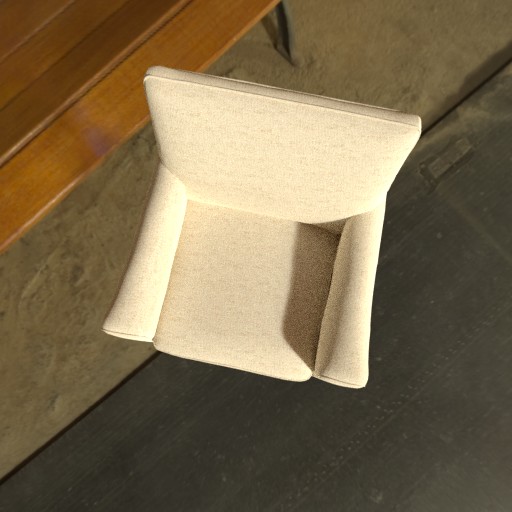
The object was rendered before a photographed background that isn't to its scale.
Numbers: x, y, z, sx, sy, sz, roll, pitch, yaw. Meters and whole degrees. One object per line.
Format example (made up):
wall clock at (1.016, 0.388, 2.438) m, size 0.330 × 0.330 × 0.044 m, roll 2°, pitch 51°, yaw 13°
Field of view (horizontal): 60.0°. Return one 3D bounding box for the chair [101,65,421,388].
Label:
chair at (0.000, 0.000, 1.638) m, size 0.870 × 0.943 × 0.823 m, roll 12°, pitch 77°, yaw 3°
